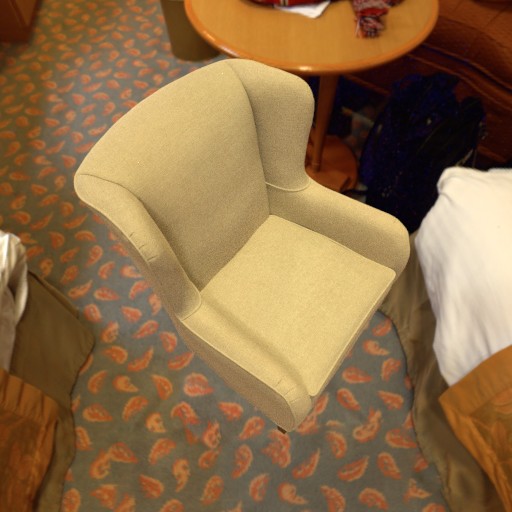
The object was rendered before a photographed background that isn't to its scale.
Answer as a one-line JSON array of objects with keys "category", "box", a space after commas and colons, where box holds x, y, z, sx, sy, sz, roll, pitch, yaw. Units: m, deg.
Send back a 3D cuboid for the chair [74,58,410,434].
[{"category": "chair", "box": [0.000, 0.000, 1.721, 0.966, 1.040, 0.838, 32, 63, 19]}]
